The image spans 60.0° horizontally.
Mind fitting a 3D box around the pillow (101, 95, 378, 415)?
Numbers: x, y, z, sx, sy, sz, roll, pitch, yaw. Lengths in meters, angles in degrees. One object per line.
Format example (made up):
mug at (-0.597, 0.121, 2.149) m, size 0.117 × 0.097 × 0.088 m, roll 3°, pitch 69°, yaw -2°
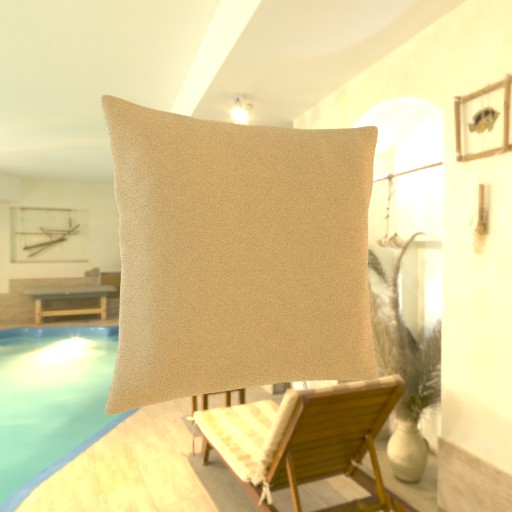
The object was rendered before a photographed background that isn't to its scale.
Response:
pillow at (0.000, 0.000, 0.796) m, size 0.523 × 0.510 × 0.166 m, roll 0°, pitch 1°, yaw -20°
